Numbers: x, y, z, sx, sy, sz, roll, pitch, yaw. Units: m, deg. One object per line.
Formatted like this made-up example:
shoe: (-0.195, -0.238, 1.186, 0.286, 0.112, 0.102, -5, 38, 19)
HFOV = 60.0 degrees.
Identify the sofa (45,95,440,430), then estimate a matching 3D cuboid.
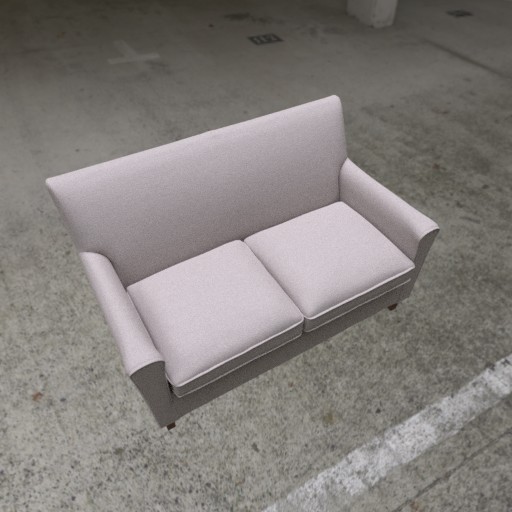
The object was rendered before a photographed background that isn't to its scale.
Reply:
sofa: (0.000, 0.000, 2.105, 1.482, 0.890, 0.888, -23, 50, -21)
